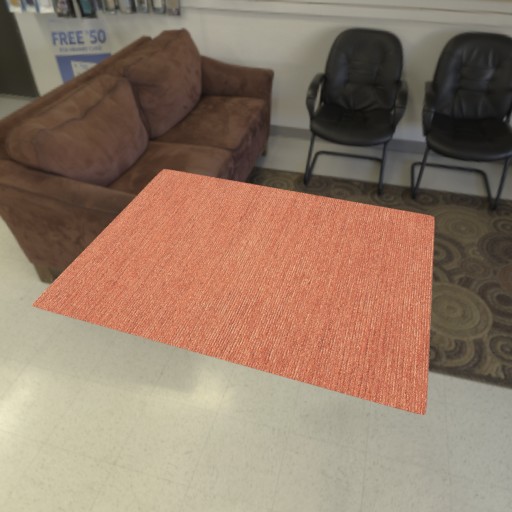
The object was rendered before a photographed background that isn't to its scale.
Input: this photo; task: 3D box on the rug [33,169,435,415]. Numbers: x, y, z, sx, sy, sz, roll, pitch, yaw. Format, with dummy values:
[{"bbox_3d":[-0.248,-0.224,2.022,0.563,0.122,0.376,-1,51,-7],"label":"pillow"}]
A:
[{"bbox_3d":[0.000,0.000,2.781,2.112,0.009,1.594,12,42,14],"label":"rug"}]
